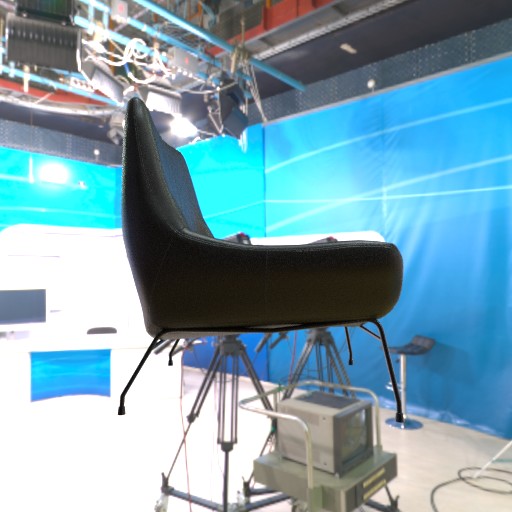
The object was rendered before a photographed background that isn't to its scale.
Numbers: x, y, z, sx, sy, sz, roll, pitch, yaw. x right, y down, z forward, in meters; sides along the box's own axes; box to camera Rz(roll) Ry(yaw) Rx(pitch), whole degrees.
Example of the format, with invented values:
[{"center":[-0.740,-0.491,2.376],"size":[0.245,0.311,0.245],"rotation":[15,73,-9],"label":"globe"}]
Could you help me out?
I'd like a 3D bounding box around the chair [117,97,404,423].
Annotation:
[{"center":[0.000,0.000,1.588],"size":[0.826,0.922,0.836],"rotation":[0,-2,1],"label":"chair"}]
